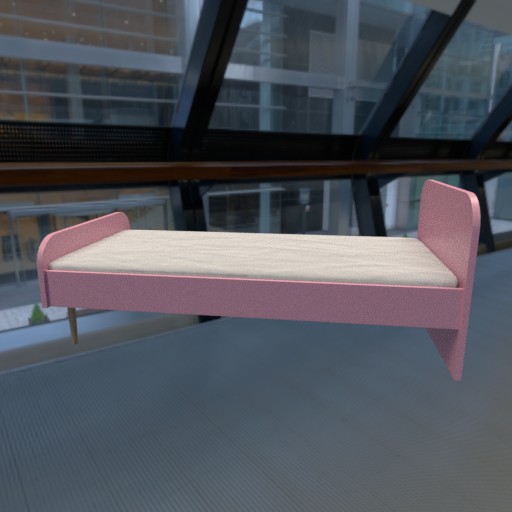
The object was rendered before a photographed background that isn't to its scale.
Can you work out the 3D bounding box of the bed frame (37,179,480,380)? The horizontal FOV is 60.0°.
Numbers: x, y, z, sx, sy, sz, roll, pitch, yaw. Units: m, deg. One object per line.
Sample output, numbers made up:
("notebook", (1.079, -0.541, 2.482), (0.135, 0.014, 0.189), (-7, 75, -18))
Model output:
("bed frame", (0.000, 0.000, 2.459), (1.963, 0.805, 0.998), (2, 14, 8))
